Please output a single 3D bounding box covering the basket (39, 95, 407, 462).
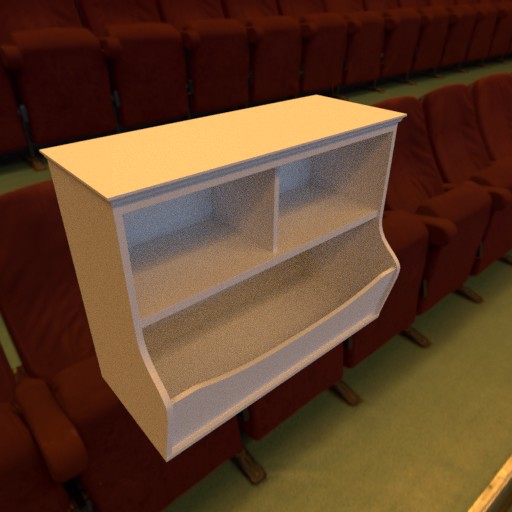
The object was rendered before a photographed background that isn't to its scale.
[{"bbox_3d":[0.000,0.000,1.126,0.792,0.625,0.376,-24,39,-34],"label":"basket"}]
